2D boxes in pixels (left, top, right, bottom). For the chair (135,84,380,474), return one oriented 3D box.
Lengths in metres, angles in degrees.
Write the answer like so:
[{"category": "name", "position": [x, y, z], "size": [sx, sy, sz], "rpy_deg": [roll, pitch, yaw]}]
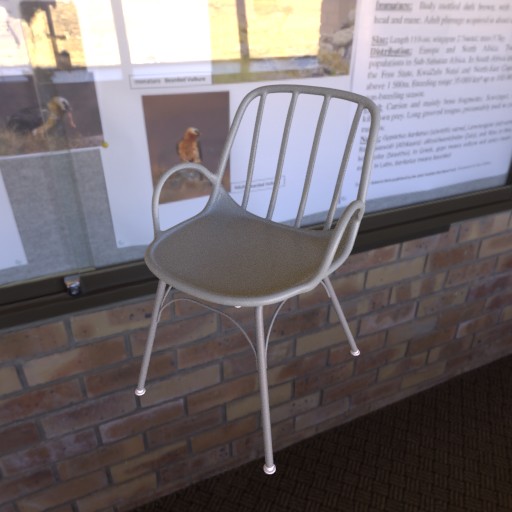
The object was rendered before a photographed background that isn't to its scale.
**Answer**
[{"category": "chair", "position": [0.000, 0.000, 1.227], "size": [0.549, 0.816, 0.597], "rpy_deg": [18, 34, 29]}]
